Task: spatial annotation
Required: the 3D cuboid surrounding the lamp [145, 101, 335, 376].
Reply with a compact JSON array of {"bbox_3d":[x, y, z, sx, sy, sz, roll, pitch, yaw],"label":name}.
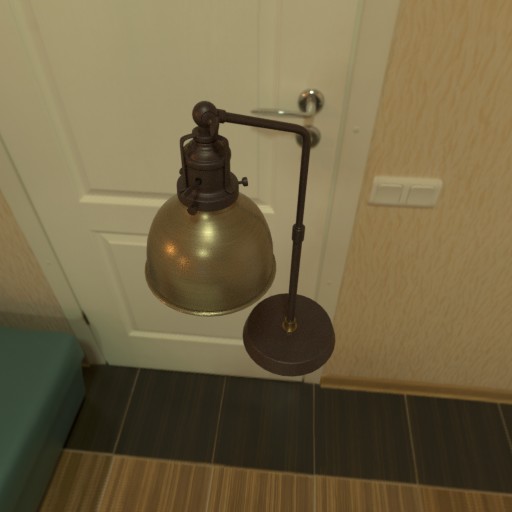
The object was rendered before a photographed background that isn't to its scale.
[{"bbox_3d":[0.000,0.000,0.605,0.298,0.469,0.175,-17,48,-16],"label":"lamp"}]
